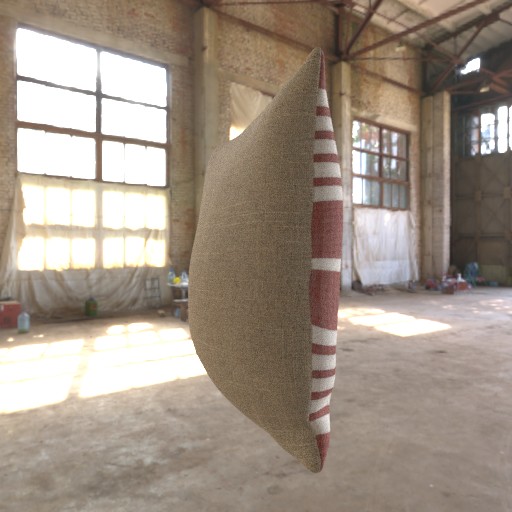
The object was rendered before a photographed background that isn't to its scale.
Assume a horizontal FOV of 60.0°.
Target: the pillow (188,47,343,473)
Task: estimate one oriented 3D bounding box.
[{"bbox_3d":[0.000,0.000,0.643,0.182,0.427,0.439,0,1,-18],"label":"pillow"}]
